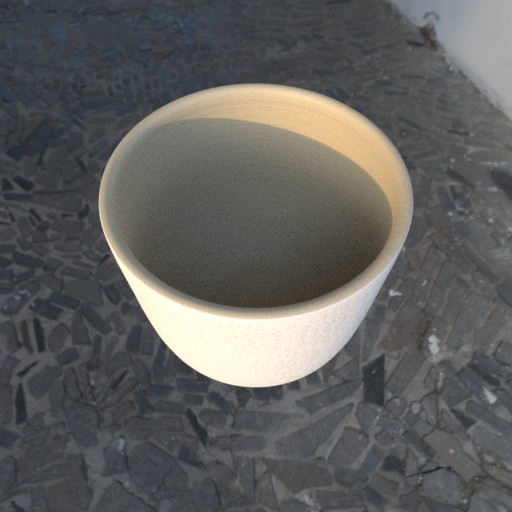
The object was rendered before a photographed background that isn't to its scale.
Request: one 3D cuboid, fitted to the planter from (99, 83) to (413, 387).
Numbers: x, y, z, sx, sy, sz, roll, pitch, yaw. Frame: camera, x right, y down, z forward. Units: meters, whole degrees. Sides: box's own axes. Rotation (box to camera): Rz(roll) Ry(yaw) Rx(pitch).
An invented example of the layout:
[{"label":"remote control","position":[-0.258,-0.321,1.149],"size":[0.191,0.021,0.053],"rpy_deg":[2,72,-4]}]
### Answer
[{"label":"planter","position":[0.000,0.000,0.376],"size":[0.208,0.190,0.208],"rpy_deg":[0,57,0]}]
